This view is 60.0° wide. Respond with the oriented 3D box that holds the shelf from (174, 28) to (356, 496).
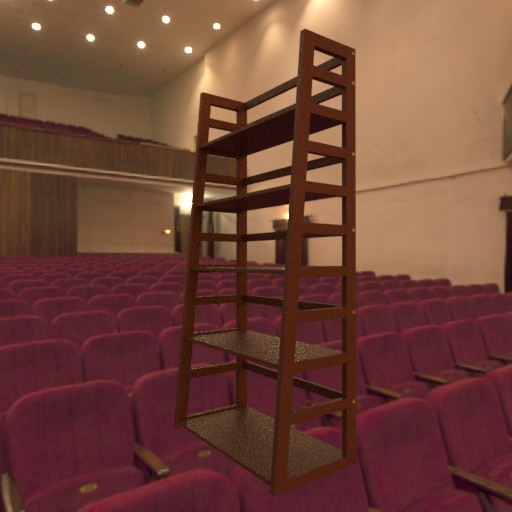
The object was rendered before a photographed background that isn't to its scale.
[{"bbox_3d":[0.000,0.000,1.900,0.403,1.600,0.763,0,-1,-36],"label":"shelf"}]
